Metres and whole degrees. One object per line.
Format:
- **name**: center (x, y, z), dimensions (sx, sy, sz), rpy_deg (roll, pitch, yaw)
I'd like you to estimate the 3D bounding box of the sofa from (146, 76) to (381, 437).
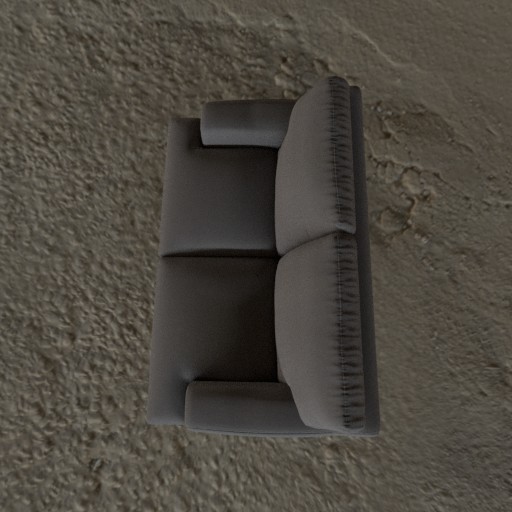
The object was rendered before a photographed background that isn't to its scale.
- **sofa**: center (0.000, 0.000, 2.489), dimensions (1.143, 0.940, 1.880), rpy_deg (1, 74, 0)
